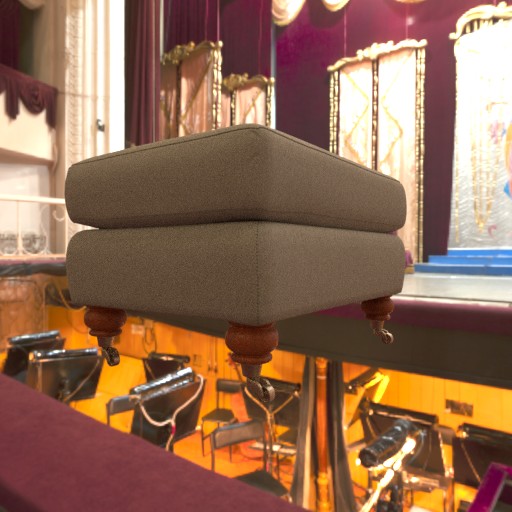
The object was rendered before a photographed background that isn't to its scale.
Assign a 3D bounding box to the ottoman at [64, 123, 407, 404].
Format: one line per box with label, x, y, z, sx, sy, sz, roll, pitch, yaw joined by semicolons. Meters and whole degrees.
ottoman;0.000;0.000;1.154;0.569;0.499;0.773;0;1;36
